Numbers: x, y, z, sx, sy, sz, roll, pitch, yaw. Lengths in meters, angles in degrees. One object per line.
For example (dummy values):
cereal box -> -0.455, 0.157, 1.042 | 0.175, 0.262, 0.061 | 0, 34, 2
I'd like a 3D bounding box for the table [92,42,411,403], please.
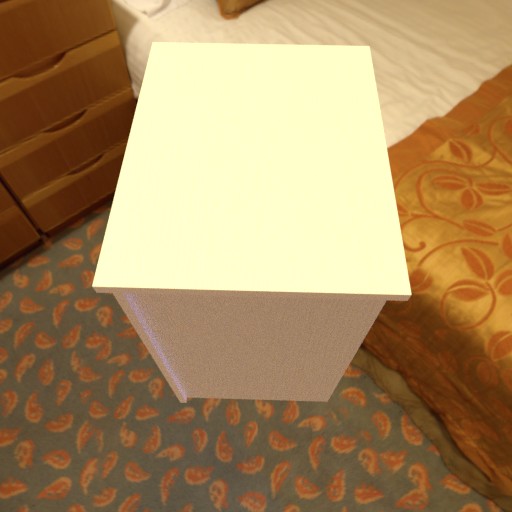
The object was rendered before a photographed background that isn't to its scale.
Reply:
table -> 0.000, 0.000, 0.920 | 0.381, 0.635, 0.480 | 1, 59, 1
